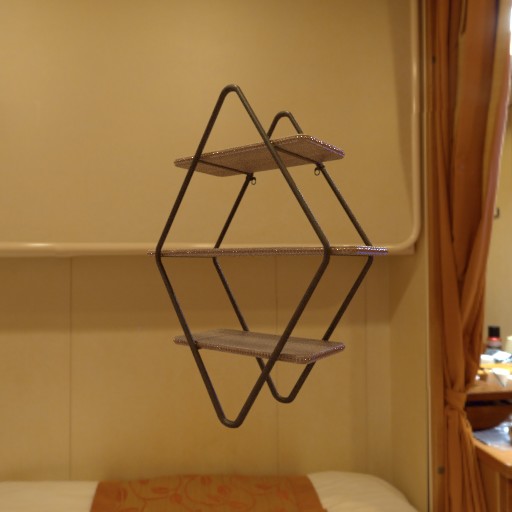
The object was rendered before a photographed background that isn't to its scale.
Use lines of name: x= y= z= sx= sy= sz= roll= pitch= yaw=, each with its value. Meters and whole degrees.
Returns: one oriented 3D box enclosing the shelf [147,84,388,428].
shelf: x=0.000 y=0.000 z=1.093 sx=0.609 sy=0.774 sz=0.234 roll=-1 pitch=-1 yaw=37
